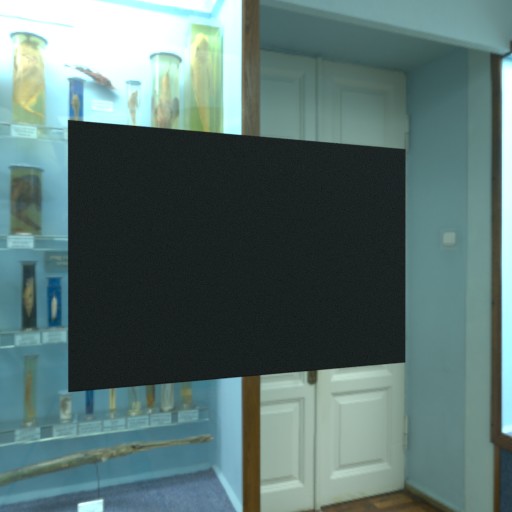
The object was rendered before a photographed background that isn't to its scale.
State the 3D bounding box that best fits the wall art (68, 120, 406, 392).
[{"bbox_3d":[0.000,0.000,1.225,0.958,0.656,0.026,0,0,-18],"label":"wall art"}]
